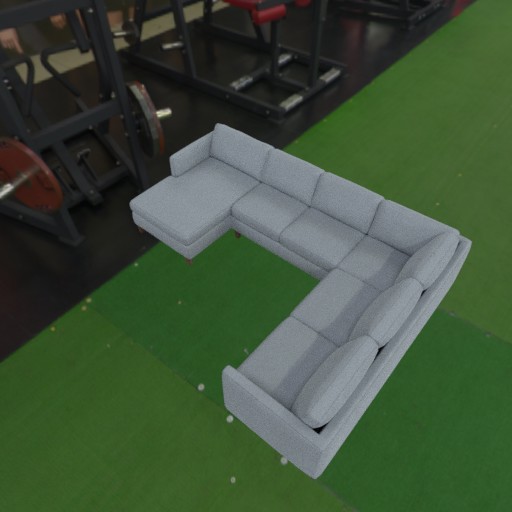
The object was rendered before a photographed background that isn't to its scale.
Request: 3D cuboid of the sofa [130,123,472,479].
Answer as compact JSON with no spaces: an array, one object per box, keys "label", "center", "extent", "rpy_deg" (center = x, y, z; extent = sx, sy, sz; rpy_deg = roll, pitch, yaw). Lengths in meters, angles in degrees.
[{"label":"sofa","center":[0.000,0.000,4.377],"extent":[3.238,0.853,2.551],"rpy_deg":[31,54,26]}]
